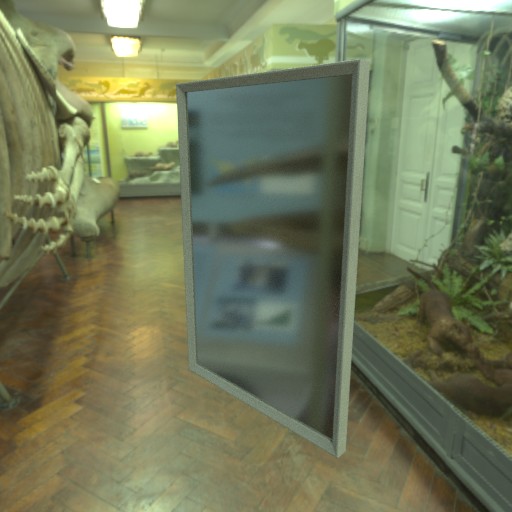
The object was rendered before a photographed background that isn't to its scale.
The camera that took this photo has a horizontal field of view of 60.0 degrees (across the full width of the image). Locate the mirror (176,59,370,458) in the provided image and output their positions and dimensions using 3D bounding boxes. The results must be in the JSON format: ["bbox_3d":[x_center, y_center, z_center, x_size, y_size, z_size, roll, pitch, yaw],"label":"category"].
[{"bbox_3d":[0.000,0.000,1.198,0.609,0.915,0.041,15,21,43],"label":"mirror"}]
